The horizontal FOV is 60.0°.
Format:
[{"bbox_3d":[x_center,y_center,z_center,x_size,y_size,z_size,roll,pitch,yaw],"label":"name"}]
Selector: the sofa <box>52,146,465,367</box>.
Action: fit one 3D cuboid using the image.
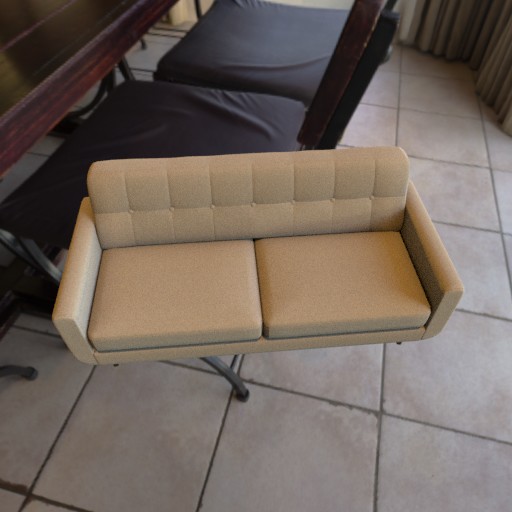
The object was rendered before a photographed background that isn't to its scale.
[{"bbox_3d":[0.000,0.000,2.687,2.137,0.892,0.980,-4,49,-3],"label":"sofa"}]
